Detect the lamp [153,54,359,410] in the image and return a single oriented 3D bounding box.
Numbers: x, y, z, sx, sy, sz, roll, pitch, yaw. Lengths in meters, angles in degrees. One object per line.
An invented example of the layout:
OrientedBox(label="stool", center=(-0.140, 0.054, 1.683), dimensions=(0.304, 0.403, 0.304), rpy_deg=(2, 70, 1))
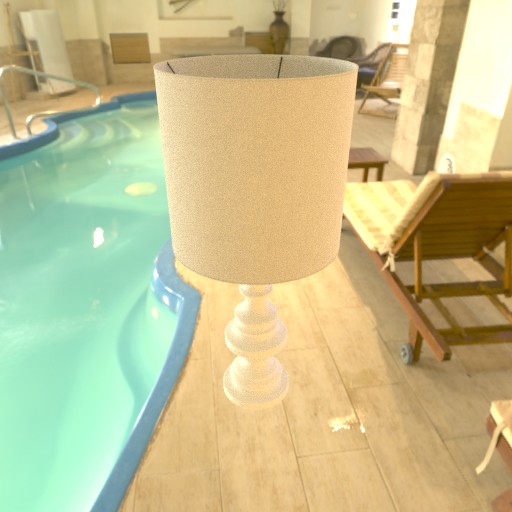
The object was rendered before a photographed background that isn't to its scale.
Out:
OrientedBox(label="lamp", center=(0.000, 0.000, 0.570), dimensions=(0.208, 0.455, 0.208), rpy_deg=(-1, 30, -2))
